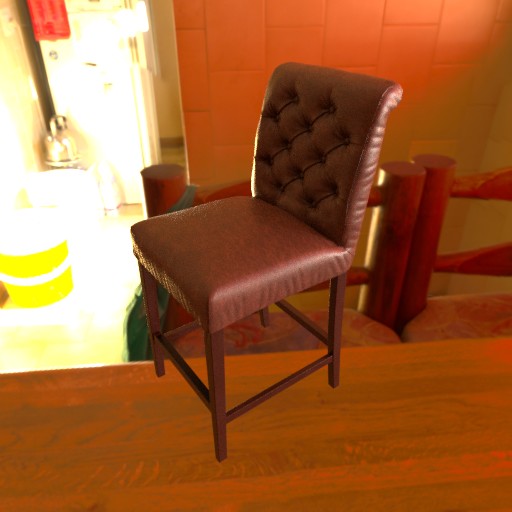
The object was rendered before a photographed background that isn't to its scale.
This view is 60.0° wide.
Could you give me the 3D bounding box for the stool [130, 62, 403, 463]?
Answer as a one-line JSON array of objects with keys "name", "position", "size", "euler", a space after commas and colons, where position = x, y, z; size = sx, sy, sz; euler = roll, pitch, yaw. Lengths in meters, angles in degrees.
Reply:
[{"name": "stool", "position": [0.000, 0.000, 1.440], "size": [0.660, 1.084, 0.486], "euler": [-21, 37, -30]}]
